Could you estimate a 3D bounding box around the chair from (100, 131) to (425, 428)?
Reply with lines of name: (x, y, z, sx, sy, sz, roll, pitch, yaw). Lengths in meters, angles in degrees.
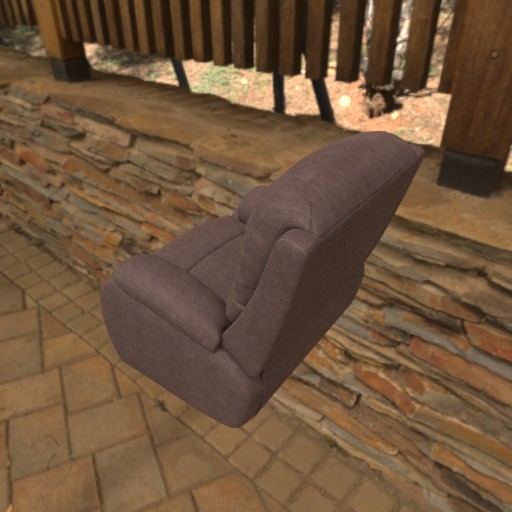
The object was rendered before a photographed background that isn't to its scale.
chair: (0.000, 0.000, 1.736, 0.899, 1.011, 0.930, 21, 38, 29)
